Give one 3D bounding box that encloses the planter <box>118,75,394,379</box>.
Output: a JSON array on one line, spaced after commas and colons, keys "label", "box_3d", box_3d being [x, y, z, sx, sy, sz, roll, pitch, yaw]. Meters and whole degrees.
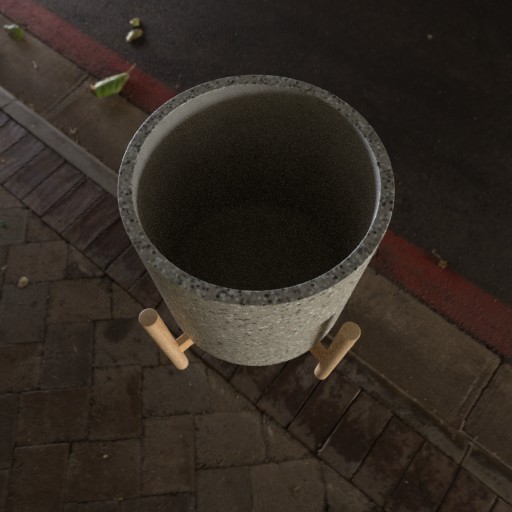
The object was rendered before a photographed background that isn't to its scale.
[{"label": "planter", "box_3d": [0.000, 0.000, 0.678, 0.360, 0.419, 0.360, -17, 66, -8]}]
